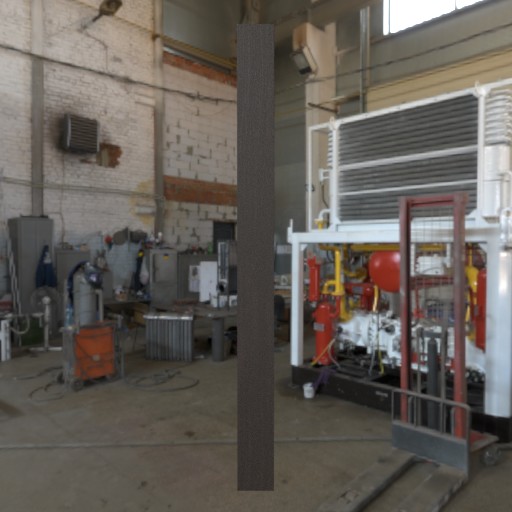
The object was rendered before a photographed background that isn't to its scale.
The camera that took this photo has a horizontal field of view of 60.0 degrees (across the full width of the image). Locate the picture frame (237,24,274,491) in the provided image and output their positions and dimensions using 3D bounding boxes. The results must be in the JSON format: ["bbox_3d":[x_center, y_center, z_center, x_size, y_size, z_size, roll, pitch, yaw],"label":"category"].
[{"bbox_3d":[0.000,0.000,0.753,0.044,0.555,0.452,0,1,0],"label":"picture frame"}]
